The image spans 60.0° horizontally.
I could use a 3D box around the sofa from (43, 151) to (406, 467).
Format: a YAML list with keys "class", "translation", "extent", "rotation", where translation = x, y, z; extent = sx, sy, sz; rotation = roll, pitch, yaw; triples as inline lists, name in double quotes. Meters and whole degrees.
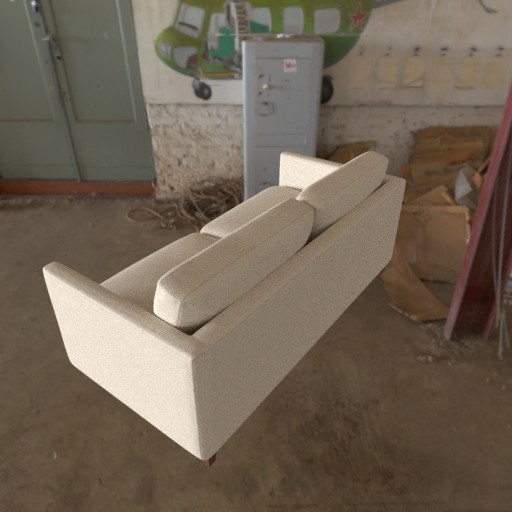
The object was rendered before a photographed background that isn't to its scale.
- class: "sofa"
  translation: [0.000, 0.000, 2.519]
  extent: [0.965, 0.889, 1.981]
  rotation: [22, 38, 30]
